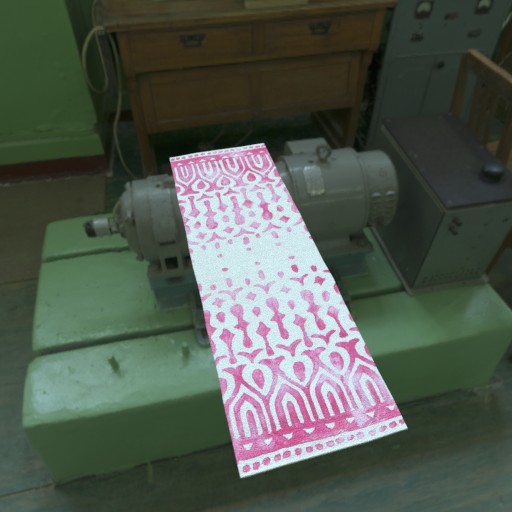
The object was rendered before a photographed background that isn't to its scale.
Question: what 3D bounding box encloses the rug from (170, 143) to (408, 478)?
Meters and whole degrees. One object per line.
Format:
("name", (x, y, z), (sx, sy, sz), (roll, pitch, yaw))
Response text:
("rug", (0.000, 0.000, 2.729), (0.787, 0.011, 2.458), (-11, 47, -10))
